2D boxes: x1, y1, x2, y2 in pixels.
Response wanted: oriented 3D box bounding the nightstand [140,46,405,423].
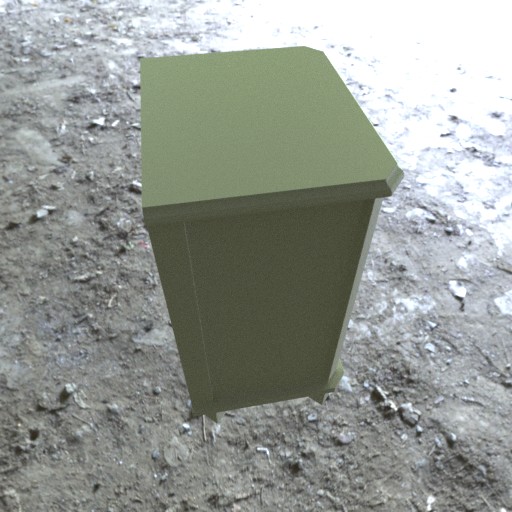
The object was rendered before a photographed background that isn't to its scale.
[{"bbox_3d":[0.000,0.000,0.934,0.351,0.681,0.435,-8,48,-7],"label":"nightstand"}]
